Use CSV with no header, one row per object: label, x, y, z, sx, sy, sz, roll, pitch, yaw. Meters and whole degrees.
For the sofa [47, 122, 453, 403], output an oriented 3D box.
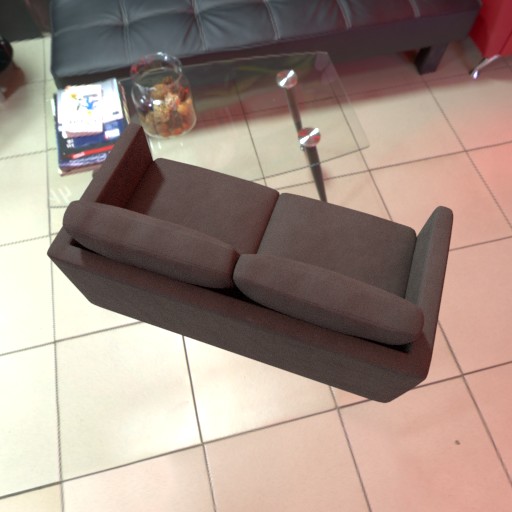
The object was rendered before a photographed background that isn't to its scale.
sofa,0.000,0.000,2.459,1.884,0.963,0.950,17,64,9
